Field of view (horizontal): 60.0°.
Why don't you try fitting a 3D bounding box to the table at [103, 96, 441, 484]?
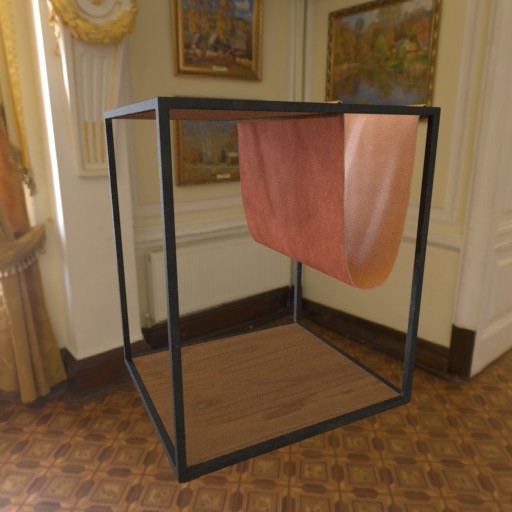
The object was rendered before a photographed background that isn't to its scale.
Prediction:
[{"bbox_3d":[0.000,0.000,0.839,0.450,0.536,0.399,-8,17,-26],"label":"table"}]
